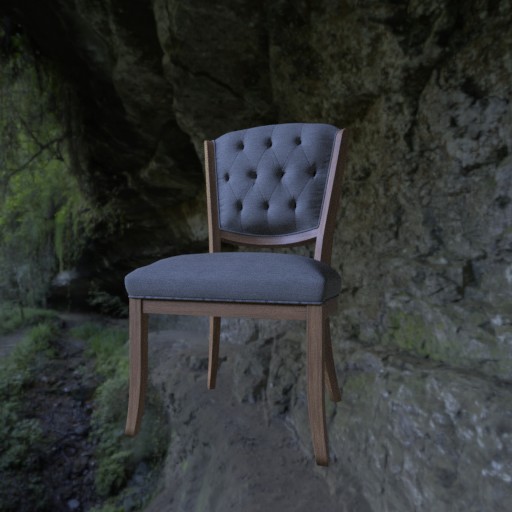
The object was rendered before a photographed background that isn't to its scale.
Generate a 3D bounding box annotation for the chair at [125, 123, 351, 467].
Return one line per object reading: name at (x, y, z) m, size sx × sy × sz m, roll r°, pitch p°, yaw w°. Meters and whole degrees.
chair at (0.000, 0.000, 1.299) m, size 0.513 × 0.905 × 0.584 m, roll 0°, pitch 0°, yaw 18°
